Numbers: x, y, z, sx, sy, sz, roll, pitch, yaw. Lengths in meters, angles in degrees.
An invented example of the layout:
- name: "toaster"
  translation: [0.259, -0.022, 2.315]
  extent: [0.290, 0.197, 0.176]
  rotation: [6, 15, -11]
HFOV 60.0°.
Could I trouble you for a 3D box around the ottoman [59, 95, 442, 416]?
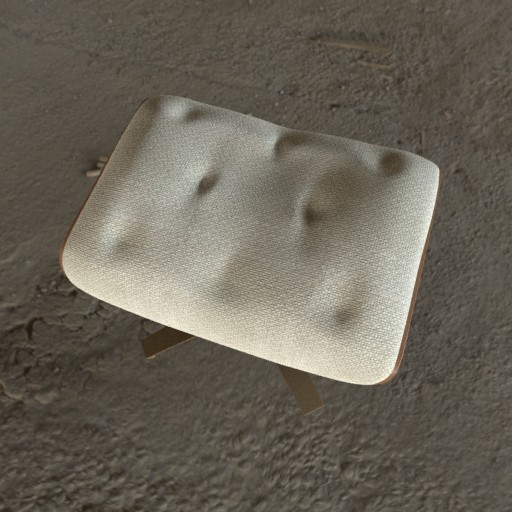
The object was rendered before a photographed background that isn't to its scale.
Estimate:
- name: "ottoman"
  translation: [0.000, 0.000, 0.813]
  extent: [0.520, 0.391, 0.394]
  rotation: [17, 60, 10]
